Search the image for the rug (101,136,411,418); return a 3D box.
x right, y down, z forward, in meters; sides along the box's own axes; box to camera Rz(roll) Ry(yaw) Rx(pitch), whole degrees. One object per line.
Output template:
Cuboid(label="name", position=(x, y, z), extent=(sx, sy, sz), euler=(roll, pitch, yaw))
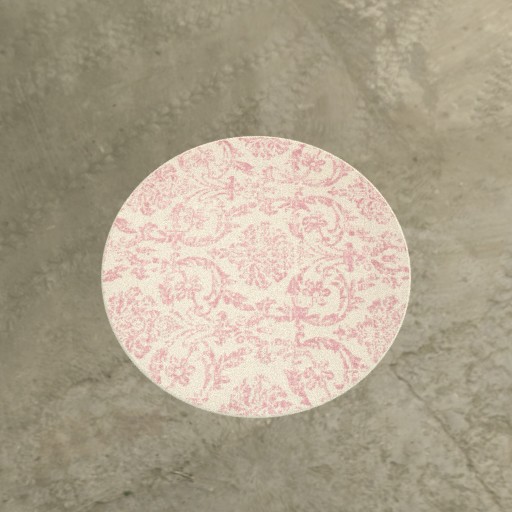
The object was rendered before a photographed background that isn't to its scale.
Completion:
Cuboid(label="rug", position=(0.000, 0.000, 2.305), extent=(1.593, 0.012, 1.593), euler=(0, 64, 0))
